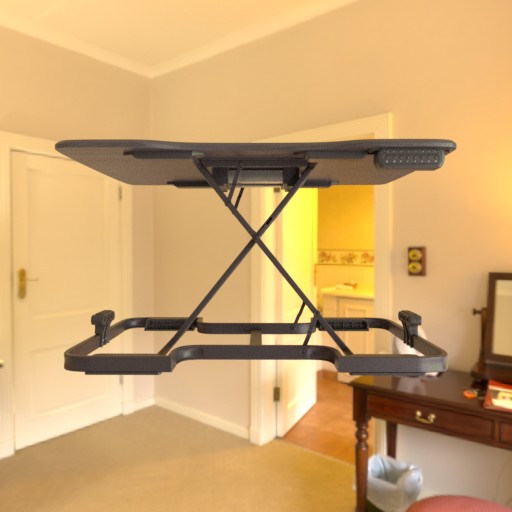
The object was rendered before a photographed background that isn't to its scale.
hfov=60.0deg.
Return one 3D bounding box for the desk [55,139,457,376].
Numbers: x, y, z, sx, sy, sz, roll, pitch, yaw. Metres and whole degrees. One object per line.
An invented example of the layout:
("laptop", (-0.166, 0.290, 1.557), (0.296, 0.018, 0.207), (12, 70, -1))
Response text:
("desk", (0.000, 0.000, 1.137), (0.820, 0.470, 0.546), (0, 1, 0))
